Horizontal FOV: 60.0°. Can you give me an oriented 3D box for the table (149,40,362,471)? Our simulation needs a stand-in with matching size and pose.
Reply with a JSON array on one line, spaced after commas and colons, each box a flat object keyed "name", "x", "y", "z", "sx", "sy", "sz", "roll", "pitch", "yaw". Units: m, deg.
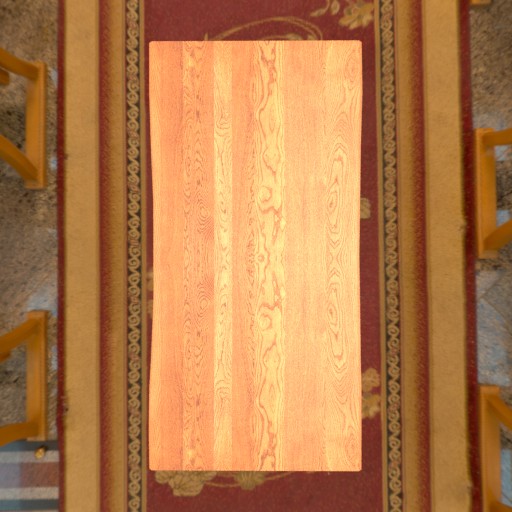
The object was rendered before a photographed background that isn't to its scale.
[{"name": "table", "x": 0.000, "y": 0.000, "z": 2.216, "sx": 0.900, "sy": 0.770, "sz": 1.800, "roll": 0, "pitch": 90, "yaw": 0}]
